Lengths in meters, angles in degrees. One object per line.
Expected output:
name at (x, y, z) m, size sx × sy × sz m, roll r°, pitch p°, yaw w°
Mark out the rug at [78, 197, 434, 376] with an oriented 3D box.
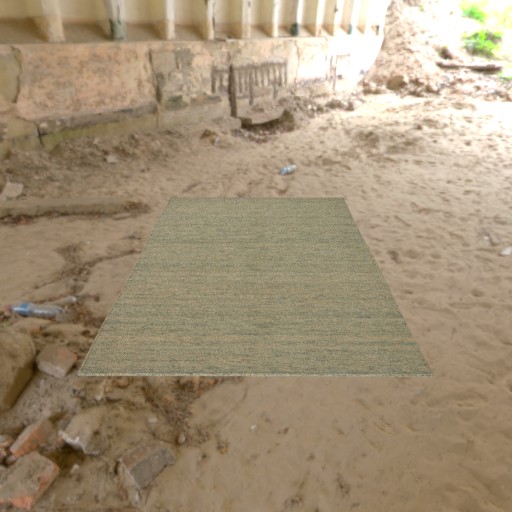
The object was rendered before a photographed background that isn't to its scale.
rug at (0.000, 0.000, 2.931) m, size 1.547 × 0.013 × 2.283 m, roll 0°, pitch 27°, yaw 0°
